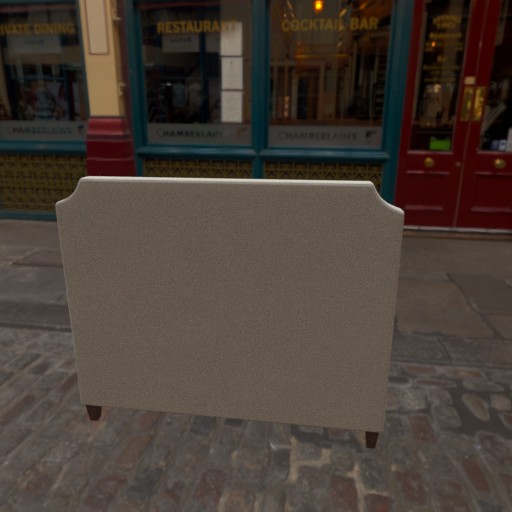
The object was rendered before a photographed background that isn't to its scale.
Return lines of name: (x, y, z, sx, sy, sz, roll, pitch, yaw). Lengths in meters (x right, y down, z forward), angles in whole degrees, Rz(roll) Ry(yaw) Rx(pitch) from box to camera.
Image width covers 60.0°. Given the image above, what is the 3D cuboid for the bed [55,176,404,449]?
bed: (0.000, 0.000, 3.357, 1.703, 1.415, 2.329, 2, 17, 8)
